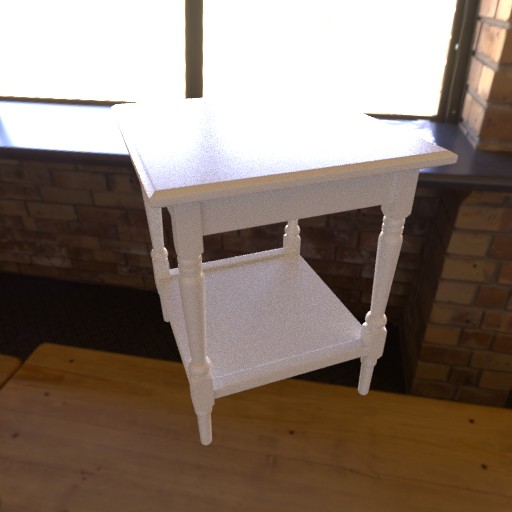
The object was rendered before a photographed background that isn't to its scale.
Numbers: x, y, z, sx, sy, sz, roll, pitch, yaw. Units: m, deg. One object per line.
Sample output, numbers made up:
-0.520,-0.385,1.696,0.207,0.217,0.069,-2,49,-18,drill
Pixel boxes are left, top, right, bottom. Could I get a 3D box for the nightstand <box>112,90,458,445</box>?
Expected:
0.000,0.000,0.939,0.459,0.555,0.505,-11,33,-17,nightstand
